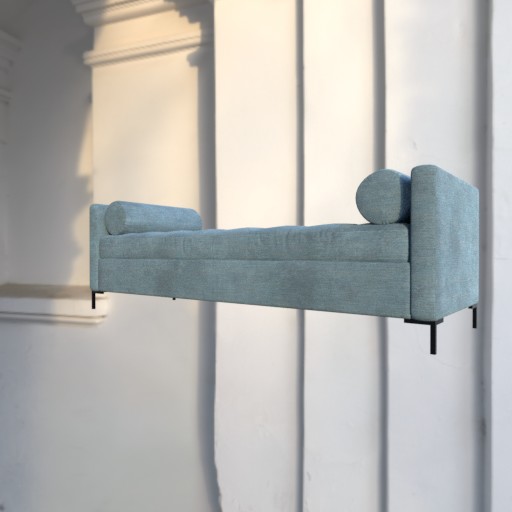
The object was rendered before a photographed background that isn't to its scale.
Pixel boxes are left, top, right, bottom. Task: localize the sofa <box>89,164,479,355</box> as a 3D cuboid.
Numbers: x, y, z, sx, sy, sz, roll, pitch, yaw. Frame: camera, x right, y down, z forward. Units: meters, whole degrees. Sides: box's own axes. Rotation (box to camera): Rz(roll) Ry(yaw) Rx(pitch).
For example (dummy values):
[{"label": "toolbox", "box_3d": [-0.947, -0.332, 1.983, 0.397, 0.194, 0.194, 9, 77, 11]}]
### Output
[{"label": "sofa", "box_3d": [0.000, 0.000, 2.300, 1.981, 0.635, 0.686, 0, 0, 37]}]
